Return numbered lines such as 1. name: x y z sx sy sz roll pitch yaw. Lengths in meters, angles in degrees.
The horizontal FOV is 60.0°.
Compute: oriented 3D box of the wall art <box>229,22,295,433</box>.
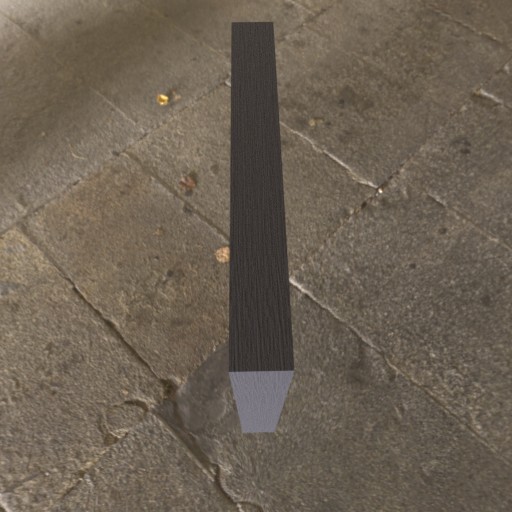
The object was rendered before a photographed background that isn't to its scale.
1. wall art: 0.000 0.000 0.448 0.036 0.300 0.302 -1 62 -1
